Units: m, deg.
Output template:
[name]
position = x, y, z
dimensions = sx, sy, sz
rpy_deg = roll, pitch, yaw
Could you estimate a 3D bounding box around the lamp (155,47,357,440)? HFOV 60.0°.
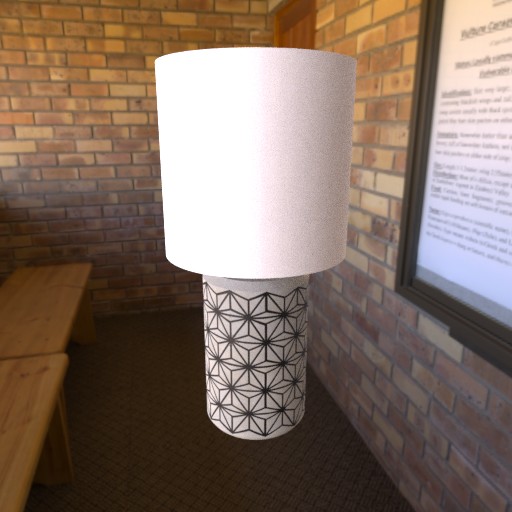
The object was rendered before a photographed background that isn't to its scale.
[lamp]
position = 0.000, 0.000, 0.520
dimensions = 0.206, 0.416, 0.206
rpy_deg = 15, 22, 42
